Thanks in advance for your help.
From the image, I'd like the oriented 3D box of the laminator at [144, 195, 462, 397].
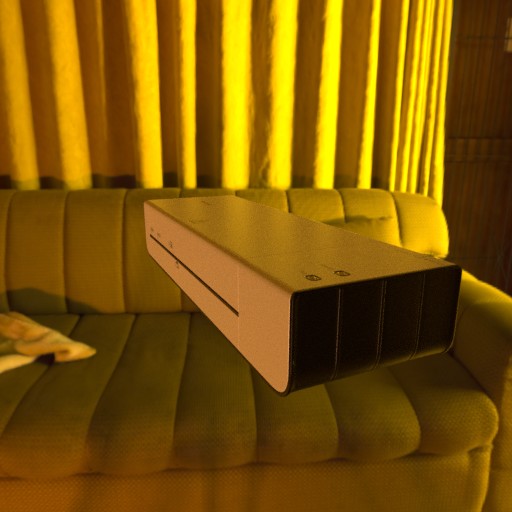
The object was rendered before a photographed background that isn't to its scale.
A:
[{"bbox_3d":[0.000,0.000,0.387,0.123,0.062,0.340,-7,17,-24],"label":"laminator"}]
